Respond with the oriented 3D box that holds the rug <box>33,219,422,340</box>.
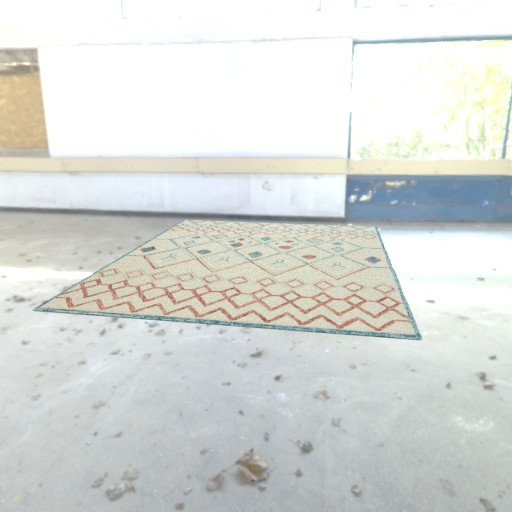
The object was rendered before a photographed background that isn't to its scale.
[{"bbox_3d":[0.000,0.000,4.139,2.441,0.016,3.050,3,16,10],"label":"rug"}]
